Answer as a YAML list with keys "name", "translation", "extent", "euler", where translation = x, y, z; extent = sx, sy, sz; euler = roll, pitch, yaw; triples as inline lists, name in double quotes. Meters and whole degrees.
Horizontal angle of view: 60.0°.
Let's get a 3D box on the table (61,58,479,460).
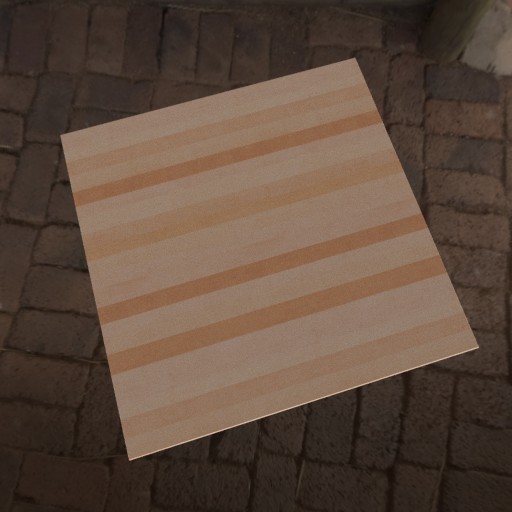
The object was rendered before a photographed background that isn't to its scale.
- name: "table"
  translation: [0.000, 0.000, 1.411]
  extent: [0.900, 0.450, 0.900]
  euler: [-16, 75, -4]
